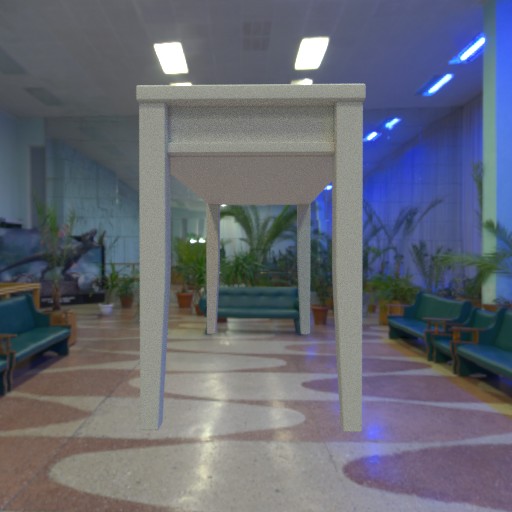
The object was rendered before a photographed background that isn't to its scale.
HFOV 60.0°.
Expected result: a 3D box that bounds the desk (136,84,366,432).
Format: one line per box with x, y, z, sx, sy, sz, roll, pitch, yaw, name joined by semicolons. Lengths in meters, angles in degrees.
0.000;0.000;1.592;0.508;0.775;1.220;0;1;1;desk
